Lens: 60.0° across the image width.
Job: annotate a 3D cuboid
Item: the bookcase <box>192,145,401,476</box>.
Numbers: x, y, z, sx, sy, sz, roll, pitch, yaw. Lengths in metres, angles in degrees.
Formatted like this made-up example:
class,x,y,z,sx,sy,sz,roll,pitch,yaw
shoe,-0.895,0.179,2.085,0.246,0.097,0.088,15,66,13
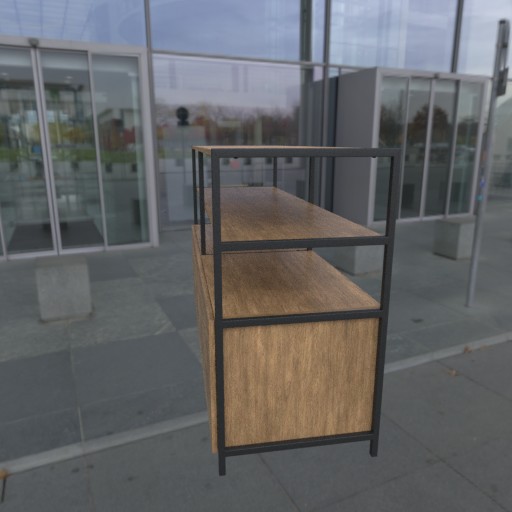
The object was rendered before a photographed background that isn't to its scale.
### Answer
class,x,y,z,sx,sy,sz,roll,pitch,yaw
bookcase,0.000,0.000,1.481,0.391,0.712,1.149,-2,14,-10
